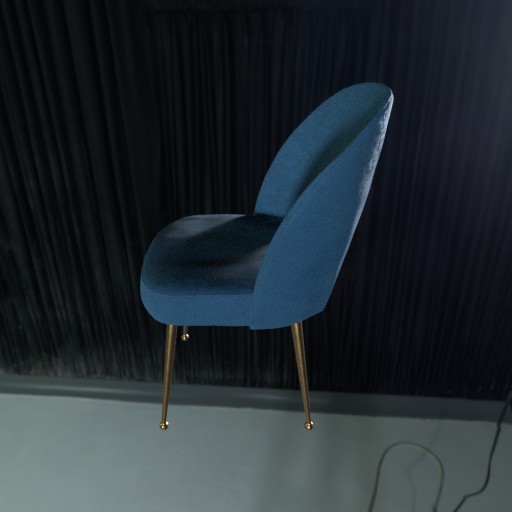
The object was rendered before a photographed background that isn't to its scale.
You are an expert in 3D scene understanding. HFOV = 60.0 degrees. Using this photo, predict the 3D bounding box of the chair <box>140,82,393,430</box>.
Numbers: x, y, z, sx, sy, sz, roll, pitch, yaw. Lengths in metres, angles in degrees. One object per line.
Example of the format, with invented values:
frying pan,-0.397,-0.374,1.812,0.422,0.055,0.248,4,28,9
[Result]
chair,0.000,0.000,1.184,0.577,0.860,0.527,0,27,0
